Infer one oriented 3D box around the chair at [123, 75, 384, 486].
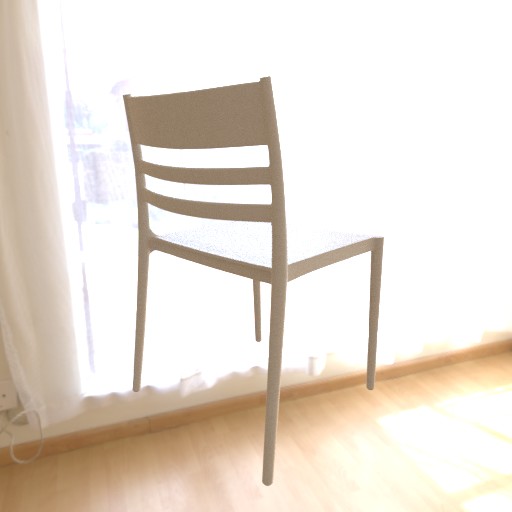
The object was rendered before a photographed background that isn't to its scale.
[{"bbox_3d":[0.000,0.000,1.154,0.531,0.800,0.511,14,20,42],"label":"chair"}]
